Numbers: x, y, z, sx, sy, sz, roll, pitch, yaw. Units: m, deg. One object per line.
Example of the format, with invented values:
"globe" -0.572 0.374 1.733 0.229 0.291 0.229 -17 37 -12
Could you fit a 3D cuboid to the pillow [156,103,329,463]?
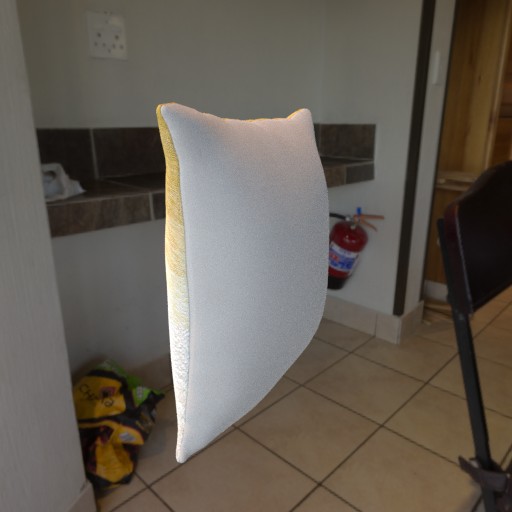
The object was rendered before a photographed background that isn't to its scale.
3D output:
"pillow" 0.000 0.000 0.702 0.211 0.450 0.450 8 19 24
